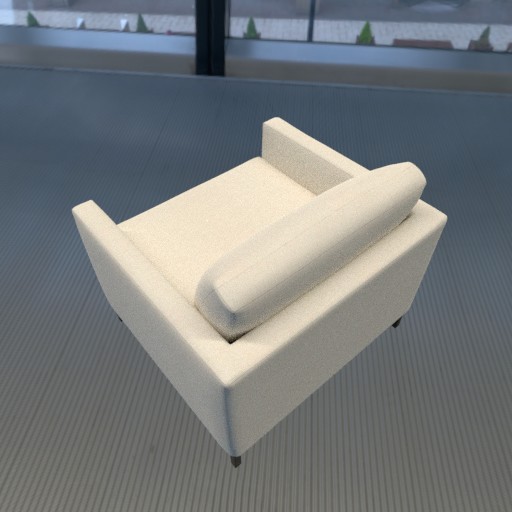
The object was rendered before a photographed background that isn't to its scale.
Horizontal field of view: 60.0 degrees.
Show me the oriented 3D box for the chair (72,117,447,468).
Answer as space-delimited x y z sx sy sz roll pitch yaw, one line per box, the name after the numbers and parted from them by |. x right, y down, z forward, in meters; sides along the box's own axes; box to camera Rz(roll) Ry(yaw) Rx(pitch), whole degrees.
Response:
0.000 0.000 1.628 0.964 0.806 0.875 -32 54 -27 | chair
